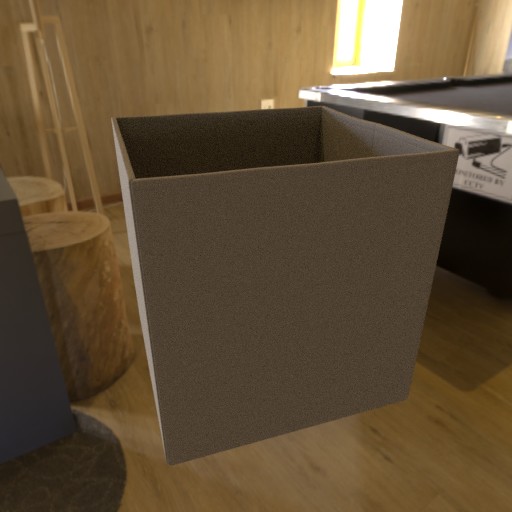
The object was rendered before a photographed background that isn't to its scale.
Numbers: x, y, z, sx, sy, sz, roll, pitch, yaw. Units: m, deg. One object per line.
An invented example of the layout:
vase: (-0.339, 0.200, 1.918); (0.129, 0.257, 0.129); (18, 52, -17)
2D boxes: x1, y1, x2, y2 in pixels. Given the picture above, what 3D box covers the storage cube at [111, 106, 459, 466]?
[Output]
storage cube: (0.000, 0.000, 0.500); (0.270, 0.280, 0.270); (-9, 28, -17)
